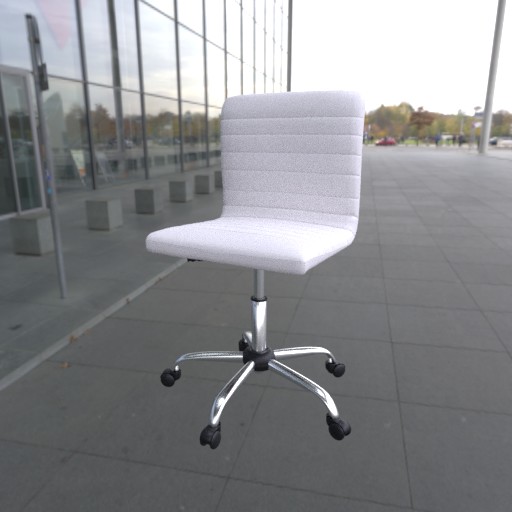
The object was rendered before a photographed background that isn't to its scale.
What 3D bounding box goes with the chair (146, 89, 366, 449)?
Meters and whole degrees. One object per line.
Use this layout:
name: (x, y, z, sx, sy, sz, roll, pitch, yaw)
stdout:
chair: (0.000, 0.000, 1.034, 0.520, 0.750, 0.455, 8, 17, 27)
